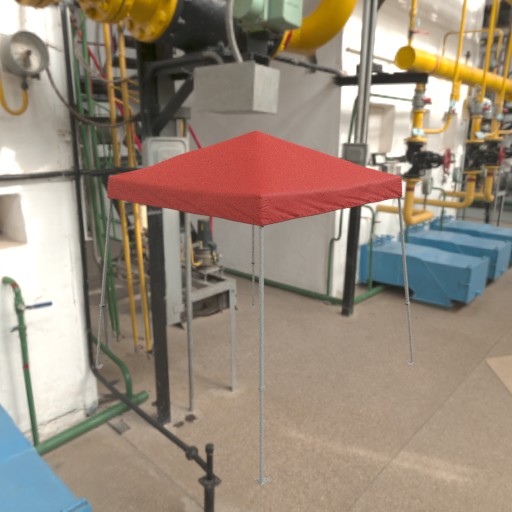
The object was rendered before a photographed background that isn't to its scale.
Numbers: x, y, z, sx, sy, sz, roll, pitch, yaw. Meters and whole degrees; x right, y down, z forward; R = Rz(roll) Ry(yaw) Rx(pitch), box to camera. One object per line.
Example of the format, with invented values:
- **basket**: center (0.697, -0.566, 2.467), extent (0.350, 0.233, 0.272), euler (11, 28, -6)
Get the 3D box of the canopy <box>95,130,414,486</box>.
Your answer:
- **canopy**: center (0.000, 0.000, 6.610), extent (3.600, 3.600, 3.599), euler (14, 20, 42)
